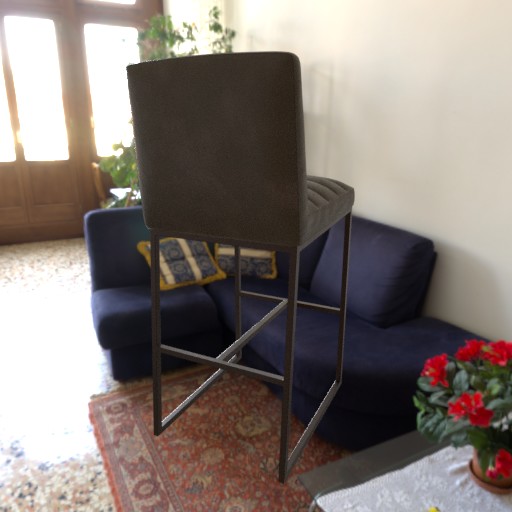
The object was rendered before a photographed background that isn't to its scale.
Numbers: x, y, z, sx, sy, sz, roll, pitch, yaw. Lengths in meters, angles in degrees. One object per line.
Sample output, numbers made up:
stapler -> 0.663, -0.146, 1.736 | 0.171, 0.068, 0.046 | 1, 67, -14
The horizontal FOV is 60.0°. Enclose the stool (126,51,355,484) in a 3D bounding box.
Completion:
stool -> 0.000, 0.000, 1.352 | 0.463, 1.065, 0.562 | 8, 18, 26
